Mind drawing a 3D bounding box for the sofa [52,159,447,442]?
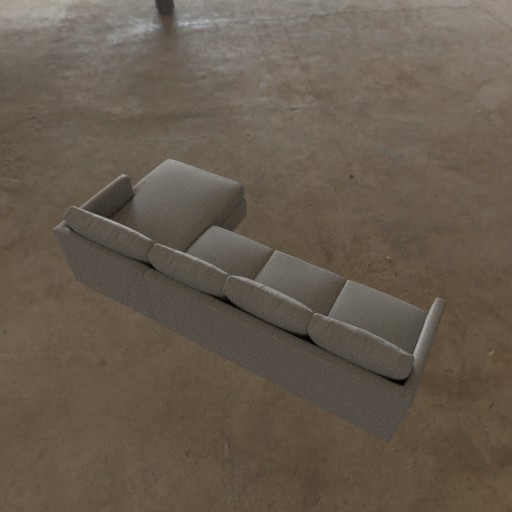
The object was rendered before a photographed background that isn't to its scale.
[{"bbox_3d":[0.000,0.000,3.958,3.177,0.867,1.622,23,52,19],"label":"sofa"}]
